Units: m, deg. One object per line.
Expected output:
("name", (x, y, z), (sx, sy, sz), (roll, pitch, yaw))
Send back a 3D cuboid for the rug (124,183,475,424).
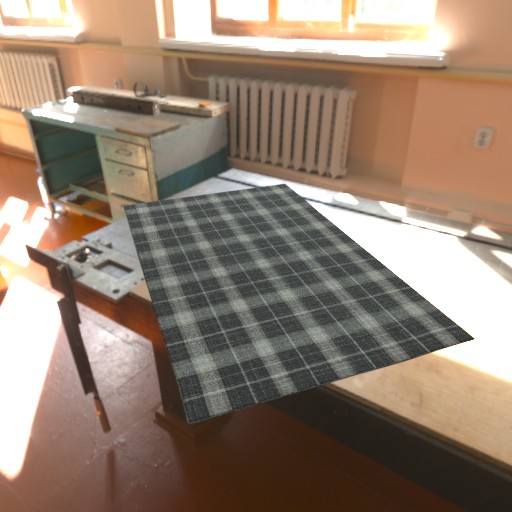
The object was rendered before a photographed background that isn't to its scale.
("rug", (0.000, 0.000, 3.045), (1.520, 0.015, 2.434), (-11, 31, -18))
